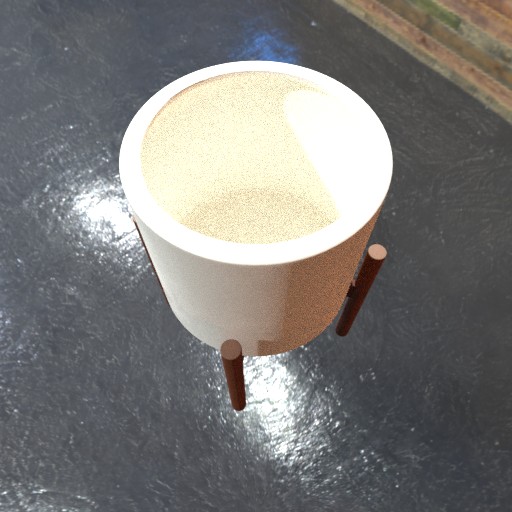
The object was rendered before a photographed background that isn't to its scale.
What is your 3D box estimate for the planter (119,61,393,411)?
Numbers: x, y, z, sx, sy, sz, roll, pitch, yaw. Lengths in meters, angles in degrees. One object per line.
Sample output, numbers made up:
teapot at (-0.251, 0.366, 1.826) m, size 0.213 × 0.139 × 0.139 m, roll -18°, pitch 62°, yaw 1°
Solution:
planter at (0.000, 0.000, 0.518) m, size 0.224 × 0.358 × 0.224 m, roll -31°, pitch 64°, yaw -17°
